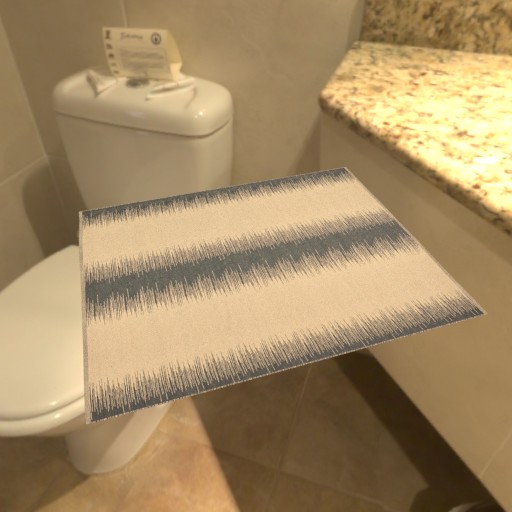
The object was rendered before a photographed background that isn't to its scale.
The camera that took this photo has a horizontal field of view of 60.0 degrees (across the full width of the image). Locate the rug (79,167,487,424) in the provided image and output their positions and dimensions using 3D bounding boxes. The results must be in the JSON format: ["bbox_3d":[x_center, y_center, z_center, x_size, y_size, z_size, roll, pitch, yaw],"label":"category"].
[{"bbox_3d":[0.000,0.000,4.003,3.037,0.004,2.453,-12,42,-14],"label":"rug"}]
